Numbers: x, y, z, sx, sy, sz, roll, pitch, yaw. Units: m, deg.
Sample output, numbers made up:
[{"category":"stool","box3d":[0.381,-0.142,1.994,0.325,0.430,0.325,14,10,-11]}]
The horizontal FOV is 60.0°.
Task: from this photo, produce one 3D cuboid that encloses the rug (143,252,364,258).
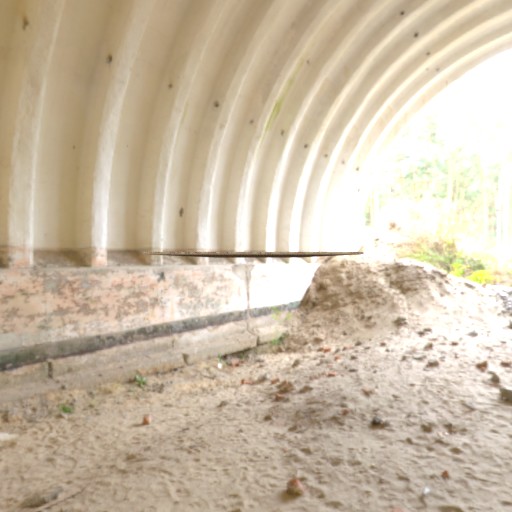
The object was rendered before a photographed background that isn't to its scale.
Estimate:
[{"category":"rug","box3d":[0.000,0.000,2.716,0.750,0.009,2.435,0,0,0]}]
